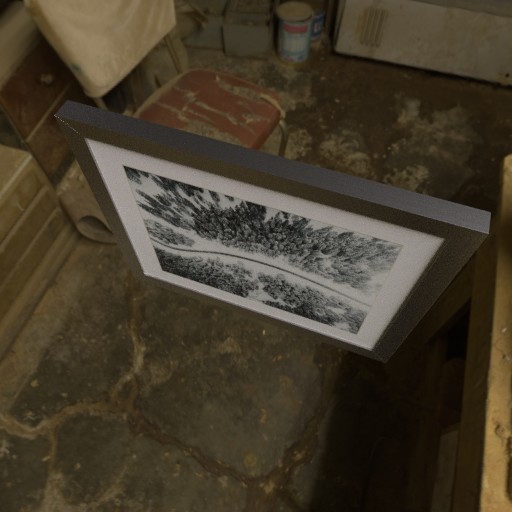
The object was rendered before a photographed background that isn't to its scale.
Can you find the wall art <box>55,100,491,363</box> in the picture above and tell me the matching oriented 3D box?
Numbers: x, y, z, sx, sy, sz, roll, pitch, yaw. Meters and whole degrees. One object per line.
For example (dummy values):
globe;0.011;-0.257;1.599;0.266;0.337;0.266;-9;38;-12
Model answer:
wall art;0.000;0.000;0.741;0.557;0.456;0.032;17;60;10
